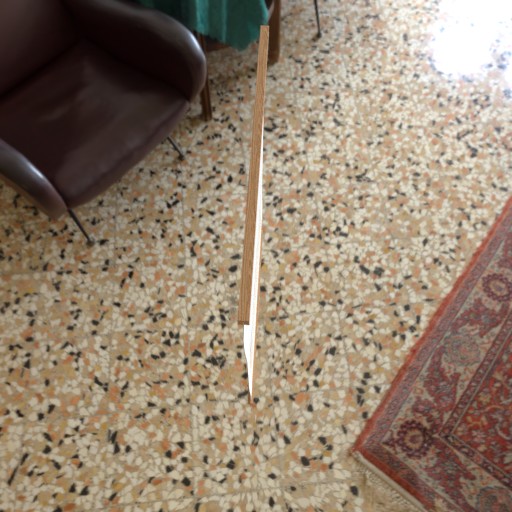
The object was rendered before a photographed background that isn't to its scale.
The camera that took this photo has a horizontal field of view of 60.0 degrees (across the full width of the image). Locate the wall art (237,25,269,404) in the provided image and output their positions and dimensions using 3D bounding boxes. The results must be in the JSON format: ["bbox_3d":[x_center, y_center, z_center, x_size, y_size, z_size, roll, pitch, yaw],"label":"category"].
[{"bbox_3d":[0.000,0.000,1.361,0.020,1.016,0.739,3,64,1],"label":"wall art"}]
